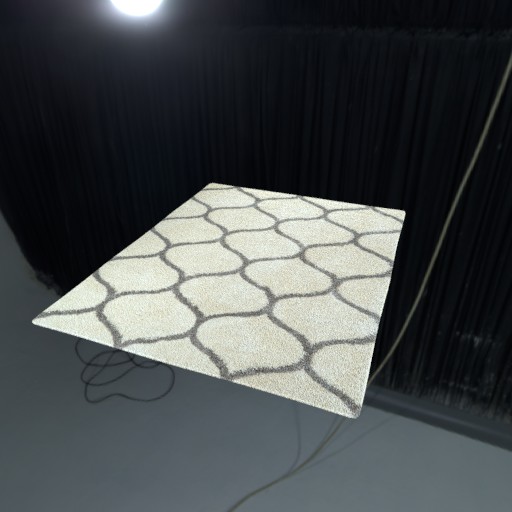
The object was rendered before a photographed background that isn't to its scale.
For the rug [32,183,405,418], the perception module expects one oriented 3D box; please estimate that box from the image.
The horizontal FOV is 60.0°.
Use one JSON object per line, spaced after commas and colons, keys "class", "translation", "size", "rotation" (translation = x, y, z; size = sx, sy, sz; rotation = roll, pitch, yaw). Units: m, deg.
{"class": "rug", "translation": [0.000, 0.000, 4.083], "size": [2.399, 0.026, 3.000], "rotation": [11, 32, 18]}
